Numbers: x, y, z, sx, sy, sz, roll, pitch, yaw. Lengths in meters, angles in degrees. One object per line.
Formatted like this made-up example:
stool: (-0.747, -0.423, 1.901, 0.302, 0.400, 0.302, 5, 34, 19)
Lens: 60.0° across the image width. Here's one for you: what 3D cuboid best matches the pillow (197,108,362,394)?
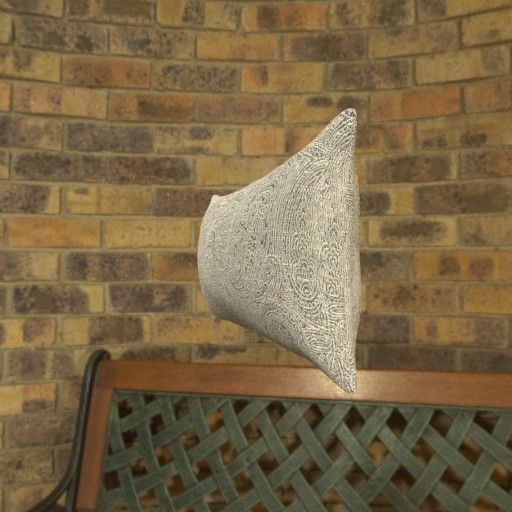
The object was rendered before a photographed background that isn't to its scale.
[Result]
pillow: (0.000, 0.000, 0.739, 0.151, 0.295, 0.615, 0, -1, -19)
